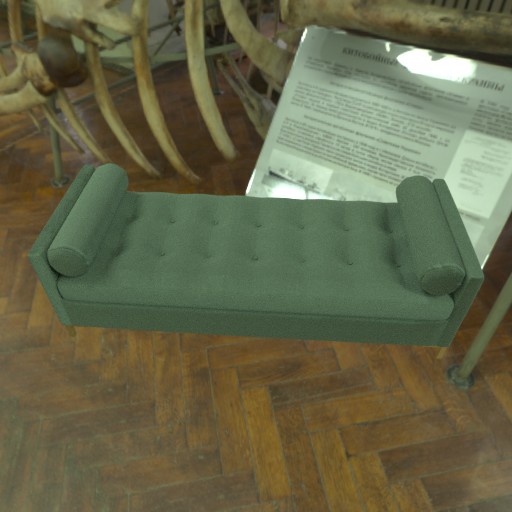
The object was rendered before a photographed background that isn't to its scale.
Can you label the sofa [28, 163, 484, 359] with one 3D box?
[{"bbox_3d":[0.000,0.000,2.468,2.102,0.705,0.796,3,44,3],"label":"sofa"}]
